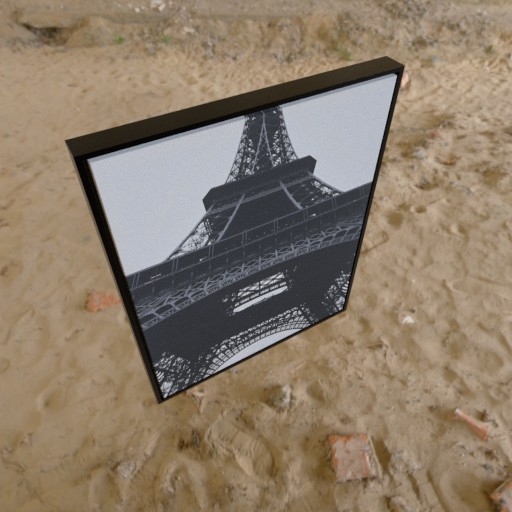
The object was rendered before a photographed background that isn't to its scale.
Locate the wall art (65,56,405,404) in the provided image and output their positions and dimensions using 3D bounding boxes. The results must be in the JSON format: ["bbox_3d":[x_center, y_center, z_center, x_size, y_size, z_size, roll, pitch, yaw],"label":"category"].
[{"bbox_3d":[0.000,0.000,0.740,0.451,0.553,0.039,-22,50,-20],"label":"wall art"}]
